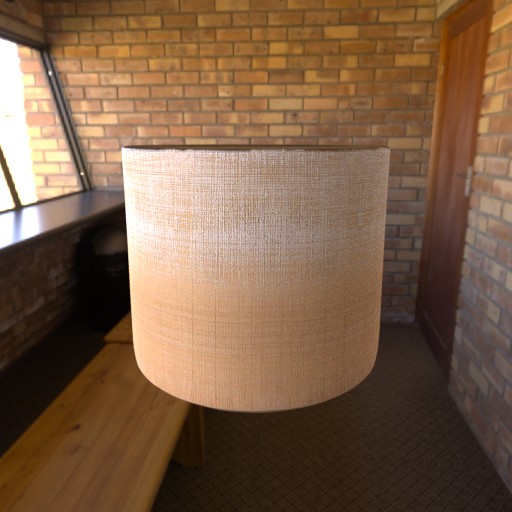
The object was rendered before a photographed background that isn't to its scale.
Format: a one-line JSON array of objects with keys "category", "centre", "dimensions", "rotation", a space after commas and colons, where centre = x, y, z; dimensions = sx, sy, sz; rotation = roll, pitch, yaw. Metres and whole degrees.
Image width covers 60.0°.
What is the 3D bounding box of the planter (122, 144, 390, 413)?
[{"category": "planter", "centre": [0.000, 0.000, 0.455], "dimensions": [0.254, 0.221, 0.254], "rotation": [0, 15, 0]}]
